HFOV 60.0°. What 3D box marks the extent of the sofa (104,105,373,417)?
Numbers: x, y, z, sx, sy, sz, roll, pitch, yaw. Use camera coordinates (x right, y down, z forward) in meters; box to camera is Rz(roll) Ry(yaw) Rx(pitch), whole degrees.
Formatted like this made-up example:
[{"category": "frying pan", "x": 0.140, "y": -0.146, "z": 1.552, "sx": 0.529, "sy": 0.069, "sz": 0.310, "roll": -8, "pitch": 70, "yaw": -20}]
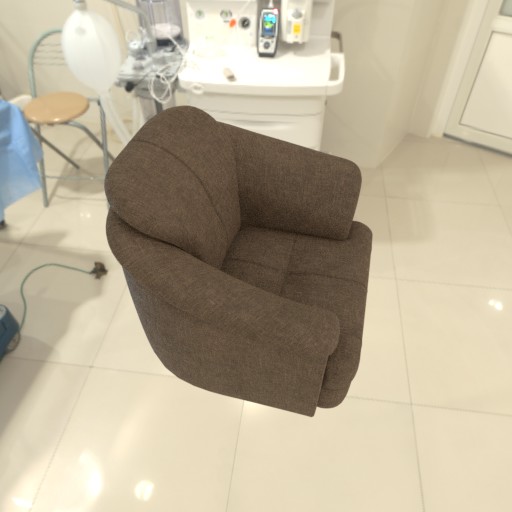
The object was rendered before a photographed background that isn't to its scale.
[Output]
[{"category": "sofa", "x": 0.000, "y": 0.000, "z": 1.534, "sx": 0.794, "sy": 0.811, "sz": 0.870, "roll": 10, "pitch": 47, "yaw": 10}]
